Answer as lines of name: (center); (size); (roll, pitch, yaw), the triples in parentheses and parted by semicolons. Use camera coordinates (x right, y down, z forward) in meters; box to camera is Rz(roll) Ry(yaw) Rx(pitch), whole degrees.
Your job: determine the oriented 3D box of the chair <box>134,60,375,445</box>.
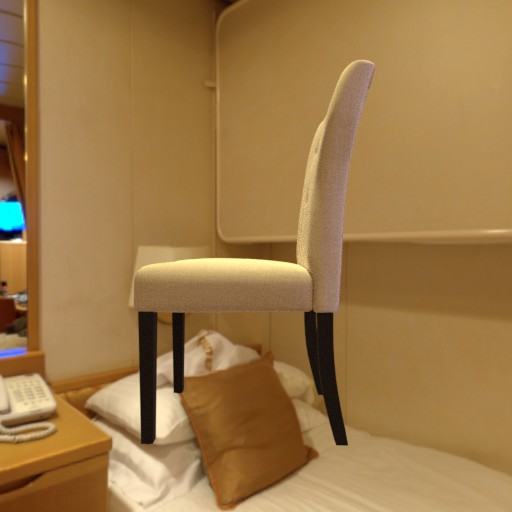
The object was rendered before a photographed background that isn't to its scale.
chair: (0.000, 0.000, 1.277); (0.597, 0.921, 0.509); (0, 1, 1)
